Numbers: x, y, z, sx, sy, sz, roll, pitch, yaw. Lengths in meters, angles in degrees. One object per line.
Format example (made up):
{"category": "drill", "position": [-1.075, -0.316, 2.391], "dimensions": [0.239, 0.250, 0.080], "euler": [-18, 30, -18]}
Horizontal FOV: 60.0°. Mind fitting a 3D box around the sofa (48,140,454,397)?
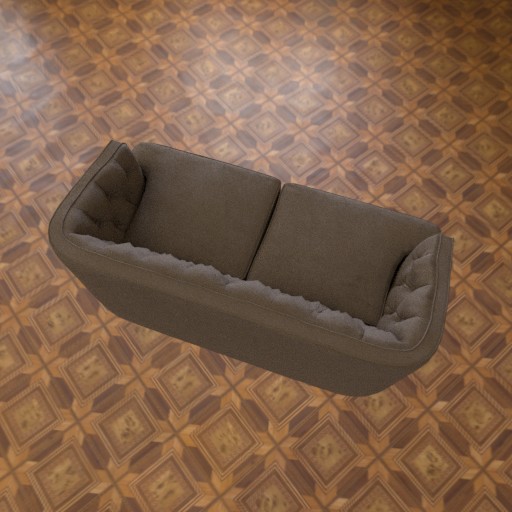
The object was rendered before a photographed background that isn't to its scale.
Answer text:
{"category": "sofa", "position": [0.000, 0.000, 2.237], "dimensions": [1.733, 0.855, 0.941], "euler": [17, 66, 8]}
